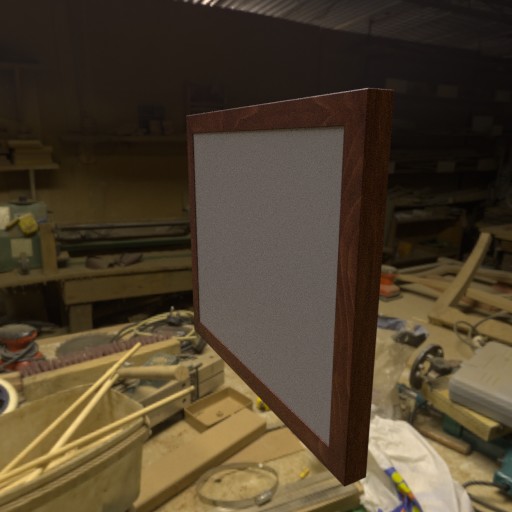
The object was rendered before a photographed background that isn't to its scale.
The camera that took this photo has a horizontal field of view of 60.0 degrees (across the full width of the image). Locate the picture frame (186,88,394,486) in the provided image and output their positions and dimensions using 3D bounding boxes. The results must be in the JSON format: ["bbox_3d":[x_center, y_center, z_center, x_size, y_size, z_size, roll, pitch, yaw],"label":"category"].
[{"bbox_3d":[0.000,0.000,0.518,0.025,0.330,0.381,-7,16,-27],"label":"picture frame"}]
